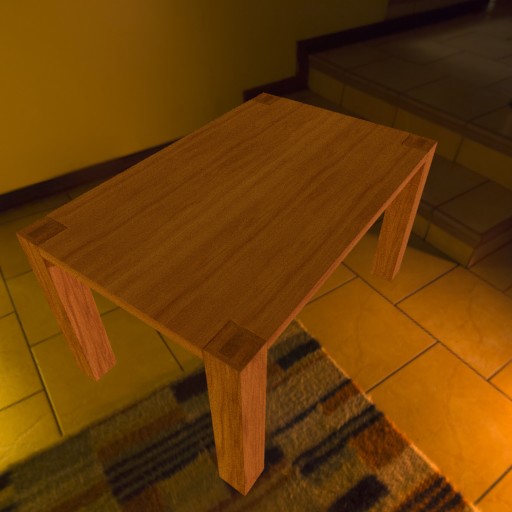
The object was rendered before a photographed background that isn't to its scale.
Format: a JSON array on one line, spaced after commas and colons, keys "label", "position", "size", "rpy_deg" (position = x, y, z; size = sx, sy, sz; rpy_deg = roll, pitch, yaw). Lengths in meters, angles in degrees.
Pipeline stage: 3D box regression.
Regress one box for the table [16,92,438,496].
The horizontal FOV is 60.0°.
[{"label": "table", "position": [0.000, 0.000, 1.906], "size": [0.900, 0.760, 1.400], "rpy_deg": [25, 48, 25]}]
